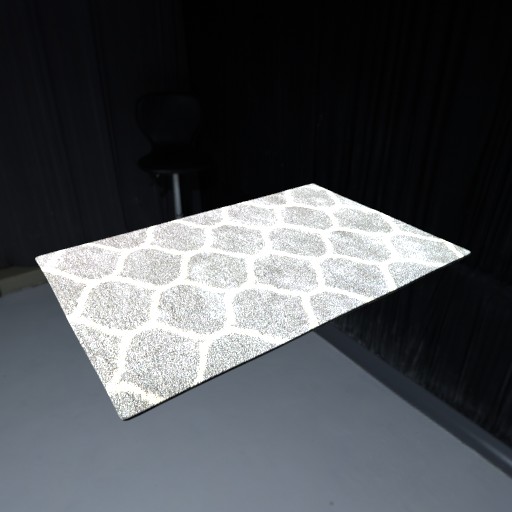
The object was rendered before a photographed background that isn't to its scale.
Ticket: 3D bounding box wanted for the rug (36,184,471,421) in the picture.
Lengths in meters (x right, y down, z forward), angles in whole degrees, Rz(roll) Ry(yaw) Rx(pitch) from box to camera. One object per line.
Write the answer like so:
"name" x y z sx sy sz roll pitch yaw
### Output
"rug" 0.000 0.000 3.284 2.701 0.026 1.801 -19 35 -30
